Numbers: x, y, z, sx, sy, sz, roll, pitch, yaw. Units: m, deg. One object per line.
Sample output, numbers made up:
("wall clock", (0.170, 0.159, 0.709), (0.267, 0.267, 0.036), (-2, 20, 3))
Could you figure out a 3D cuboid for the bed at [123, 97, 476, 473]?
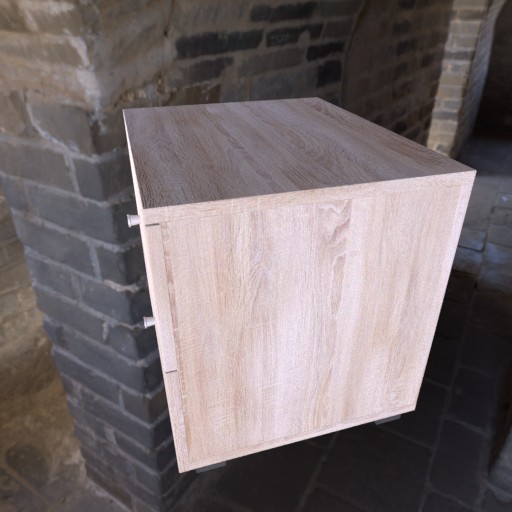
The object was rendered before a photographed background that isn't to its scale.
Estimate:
("bed", (0.000, 0.000, 0.763), (0.401, 0.420, 0.460), (-9, 31, -14))
